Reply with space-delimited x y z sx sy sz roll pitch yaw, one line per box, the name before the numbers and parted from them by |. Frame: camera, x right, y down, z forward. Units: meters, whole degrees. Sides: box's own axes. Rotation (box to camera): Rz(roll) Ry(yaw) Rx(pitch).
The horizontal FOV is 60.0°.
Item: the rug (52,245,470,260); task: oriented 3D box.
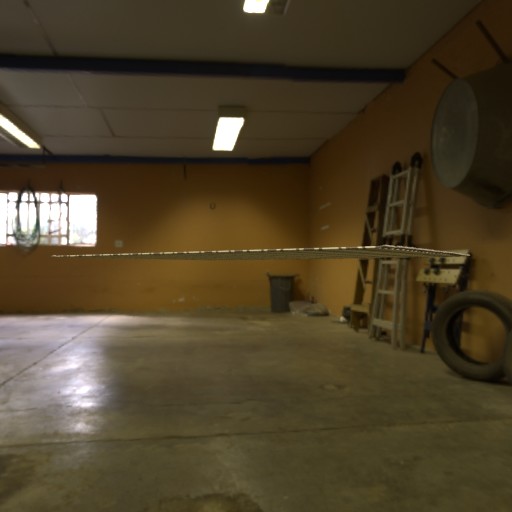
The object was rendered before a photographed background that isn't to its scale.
rug | 0.000 0.000 3.011 2.425 0.014 1.563 -1 -2 36
